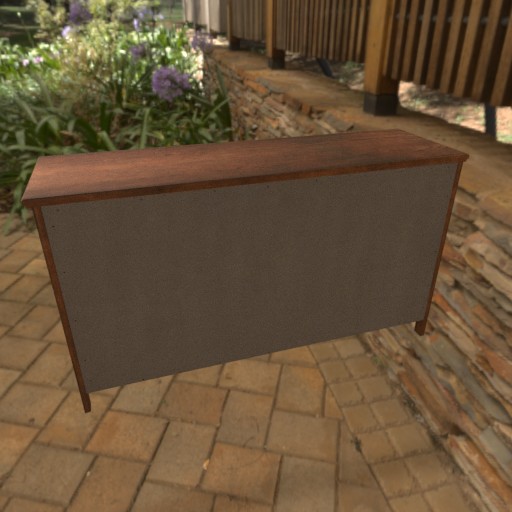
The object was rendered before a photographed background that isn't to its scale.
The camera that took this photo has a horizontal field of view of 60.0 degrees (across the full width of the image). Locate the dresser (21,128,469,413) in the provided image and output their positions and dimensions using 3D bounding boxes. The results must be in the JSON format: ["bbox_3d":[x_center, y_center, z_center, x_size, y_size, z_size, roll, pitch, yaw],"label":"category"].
[{"bbox_3d":[0.000,0.000,1.859,1.551,0.856,0.463,-9,29,-16],"label":"dresser"}]
